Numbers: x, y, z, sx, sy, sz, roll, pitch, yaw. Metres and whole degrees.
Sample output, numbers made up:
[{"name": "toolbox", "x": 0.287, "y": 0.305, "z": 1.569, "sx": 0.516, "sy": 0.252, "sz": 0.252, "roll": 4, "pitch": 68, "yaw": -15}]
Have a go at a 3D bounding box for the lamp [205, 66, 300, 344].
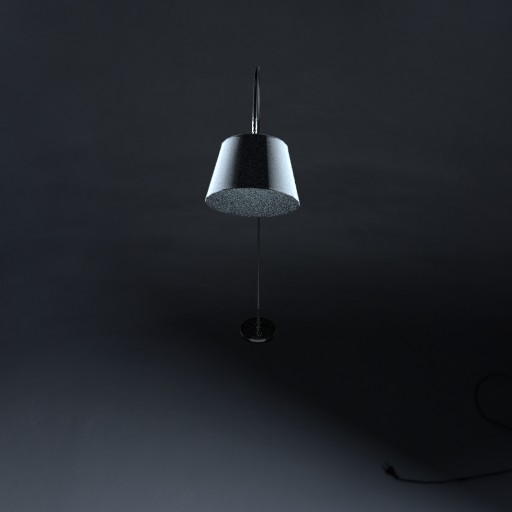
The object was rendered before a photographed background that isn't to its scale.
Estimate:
[{"name": "lamp", "x": 0.000, "y": 0.000, "z": 2.681, "sx": 0.406, "sy": 2.098, "sz": 1.445, "roll": 1, "pitch": 29, "yaw": 1}]
